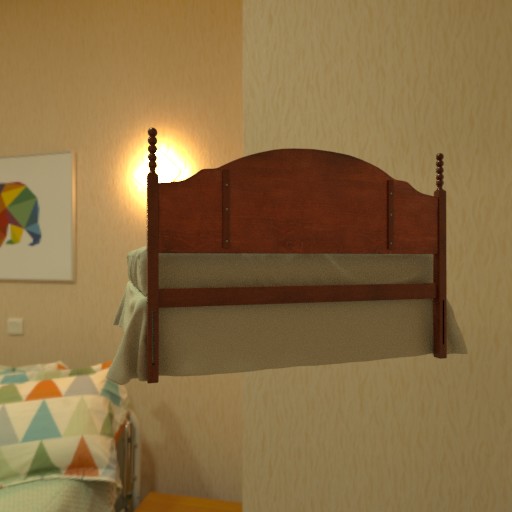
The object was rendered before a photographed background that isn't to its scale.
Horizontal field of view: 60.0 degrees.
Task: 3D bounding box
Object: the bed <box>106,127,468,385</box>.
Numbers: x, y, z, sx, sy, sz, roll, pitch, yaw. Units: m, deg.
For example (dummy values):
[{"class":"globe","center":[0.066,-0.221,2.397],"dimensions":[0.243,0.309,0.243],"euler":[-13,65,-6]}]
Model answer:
[{"class":"bed","center":[0.000,0.000,3.662],"dimensions":[2.322,1.355,2.219],"euler":[0,0,-18]}]
